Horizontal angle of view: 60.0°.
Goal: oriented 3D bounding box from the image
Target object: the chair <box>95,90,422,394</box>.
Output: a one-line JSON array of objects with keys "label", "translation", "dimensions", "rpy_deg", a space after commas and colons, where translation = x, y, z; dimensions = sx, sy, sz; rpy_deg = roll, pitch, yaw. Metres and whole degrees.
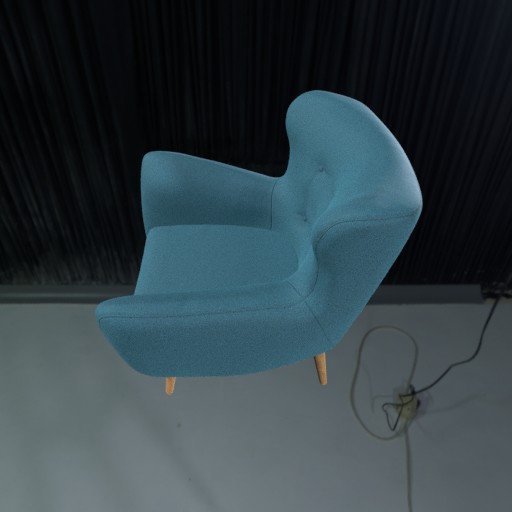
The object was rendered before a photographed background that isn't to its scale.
[{"label": "chair", "translation": [0.000, 0.000, 1.559], "dimensions": [0.889, 0.889, 0.890], "rpy_deg": [-2, 41, -2]}]
